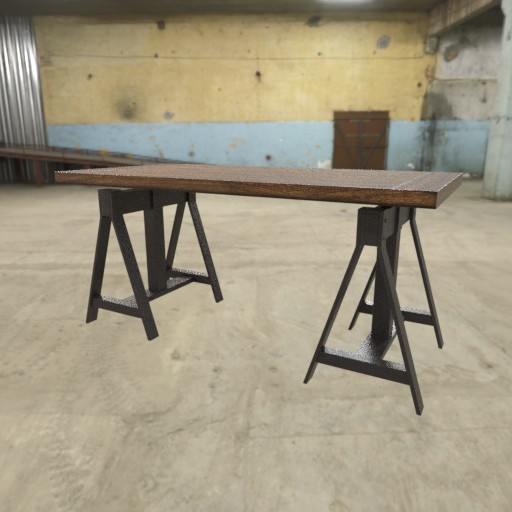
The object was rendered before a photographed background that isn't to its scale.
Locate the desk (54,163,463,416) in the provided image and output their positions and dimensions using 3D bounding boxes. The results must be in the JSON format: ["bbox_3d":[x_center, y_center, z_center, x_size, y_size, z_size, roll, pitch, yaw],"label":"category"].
[{"bbox_3d":[0.000,0.000,1.947,1.543,0.725,0.784,8,17,28],"label":"desk"}]
